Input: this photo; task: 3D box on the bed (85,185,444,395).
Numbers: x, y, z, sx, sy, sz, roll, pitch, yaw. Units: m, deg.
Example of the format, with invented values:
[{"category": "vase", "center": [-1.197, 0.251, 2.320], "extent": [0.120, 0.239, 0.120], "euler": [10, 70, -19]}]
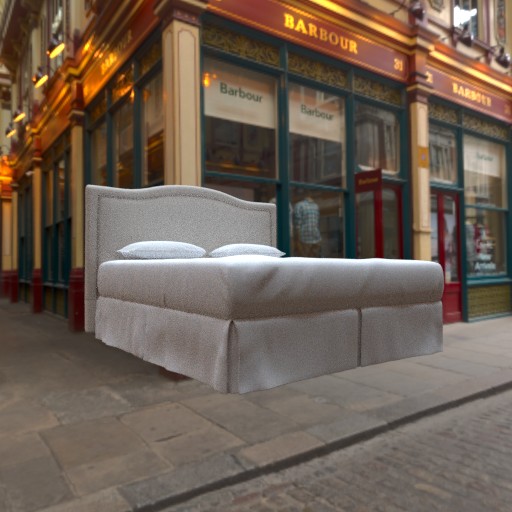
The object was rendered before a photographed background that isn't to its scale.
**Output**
[{"category": "bed", "center": [0.000, 0.000, 3.572], "extent": [2.083, 1.421, 2.182], "euler": [1, -1, -37]}]
